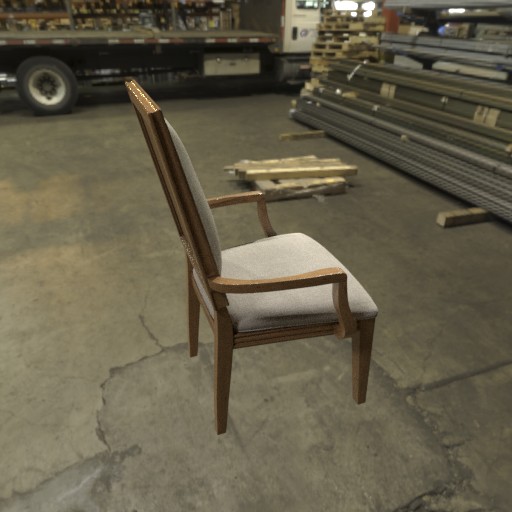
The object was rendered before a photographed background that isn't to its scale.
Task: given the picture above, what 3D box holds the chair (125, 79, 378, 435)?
[{"bbox_3d":[0.000,0.000,1.360,0.602,0.990,0.606,-10,31,-18],"label":"chair"}]
